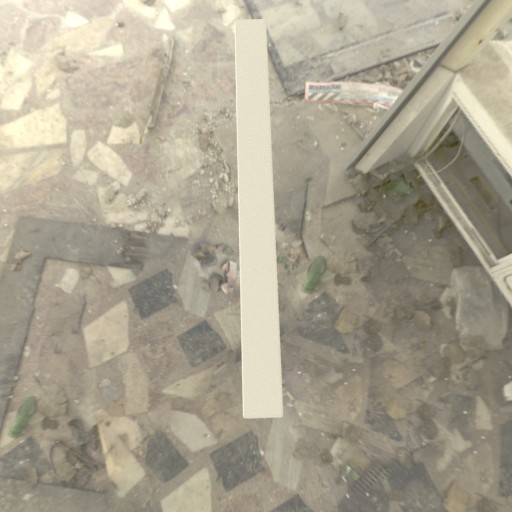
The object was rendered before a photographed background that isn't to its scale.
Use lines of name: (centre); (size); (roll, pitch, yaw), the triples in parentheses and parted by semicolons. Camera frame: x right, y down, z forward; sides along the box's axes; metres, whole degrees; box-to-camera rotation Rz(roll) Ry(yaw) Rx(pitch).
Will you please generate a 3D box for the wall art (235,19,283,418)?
wall art: (0.000, 0.000, 0.531); (0.028, 0.381, 0.331); (-2, 75, 0)
